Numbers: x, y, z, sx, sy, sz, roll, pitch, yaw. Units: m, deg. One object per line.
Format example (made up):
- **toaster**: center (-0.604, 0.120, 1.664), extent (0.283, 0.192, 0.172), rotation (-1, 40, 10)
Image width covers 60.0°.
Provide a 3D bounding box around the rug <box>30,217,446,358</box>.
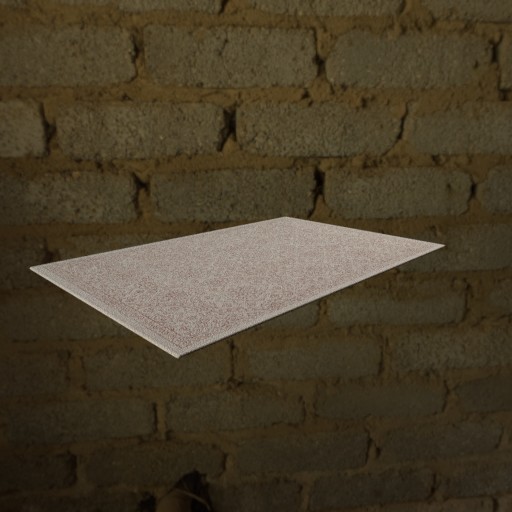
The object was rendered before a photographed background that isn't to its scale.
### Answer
- **rug**: center (0.000, 0.000, 2.308), extent (1.829, 0.010, 1.219), rotation (-15, 22, -43)
